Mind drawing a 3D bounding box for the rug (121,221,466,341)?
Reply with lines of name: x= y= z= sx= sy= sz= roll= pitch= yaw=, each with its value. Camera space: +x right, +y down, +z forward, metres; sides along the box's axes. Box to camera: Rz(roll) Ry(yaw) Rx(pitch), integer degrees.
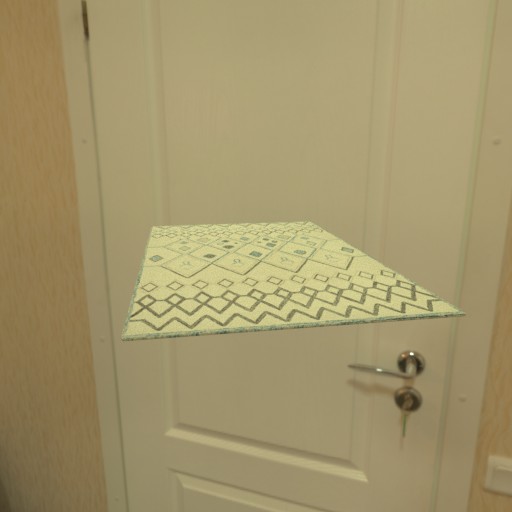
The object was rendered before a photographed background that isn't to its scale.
rug: x=0.000 y=0.000 z=3.051 sx=1.524 sy=0.015 sz=2.439 roll=-3 pitch=15 yaw=-10
